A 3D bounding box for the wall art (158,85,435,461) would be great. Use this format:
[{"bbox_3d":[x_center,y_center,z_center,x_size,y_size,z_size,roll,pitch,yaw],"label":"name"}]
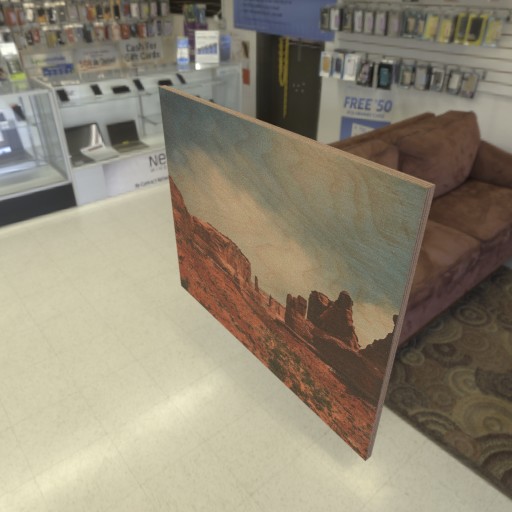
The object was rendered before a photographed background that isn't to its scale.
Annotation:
[{"bbox_3d":[0.000,0.000,0.670,0.013,0.406,0.508,-23,39,-31],"label":"wall art"}]
